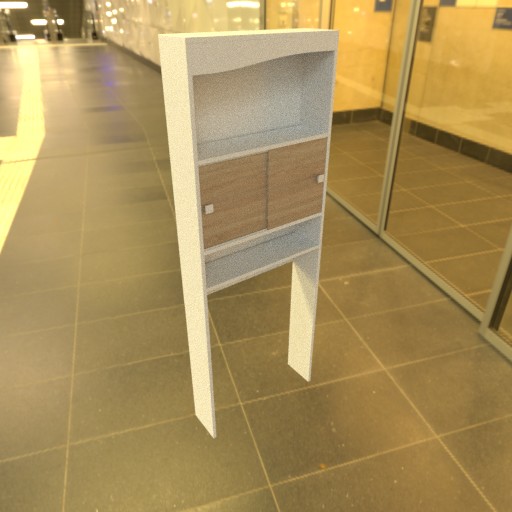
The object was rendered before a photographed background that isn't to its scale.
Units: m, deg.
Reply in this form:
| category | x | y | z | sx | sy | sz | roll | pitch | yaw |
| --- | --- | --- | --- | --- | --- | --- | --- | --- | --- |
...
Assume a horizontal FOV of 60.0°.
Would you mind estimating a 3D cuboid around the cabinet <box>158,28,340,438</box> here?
| category | x | y | z | sx | sy | sz | roll | pitch | yaw |
| --- | --- | --- | --- | --- | --- | --- | --- | --- | --- |
| cabinet | 0.000 | 0.000 | 1.961 | 0.643 | 1.770 | 0.192 | -20 | 36 | -31 |
